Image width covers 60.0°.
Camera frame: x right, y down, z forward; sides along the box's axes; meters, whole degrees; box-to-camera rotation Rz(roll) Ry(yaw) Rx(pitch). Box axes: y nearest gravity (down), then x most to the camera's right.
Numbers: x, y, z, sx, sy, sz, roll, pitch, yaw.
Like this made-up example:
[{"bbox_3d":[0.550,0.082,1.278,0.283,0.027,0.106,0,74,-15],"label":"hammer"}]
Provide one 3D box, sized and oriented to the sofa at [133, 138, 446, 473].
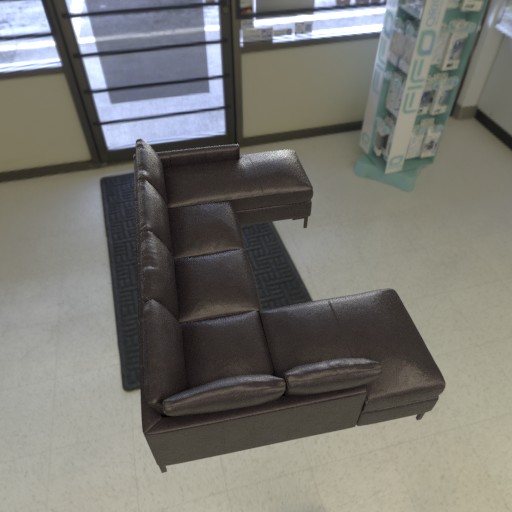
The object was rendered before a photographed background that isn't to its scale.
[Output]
[{"bbox_3d":[0.000,0.000,3.776,1.939,0.900,2.956,-9,46,-8],"label":"sofa"}]
